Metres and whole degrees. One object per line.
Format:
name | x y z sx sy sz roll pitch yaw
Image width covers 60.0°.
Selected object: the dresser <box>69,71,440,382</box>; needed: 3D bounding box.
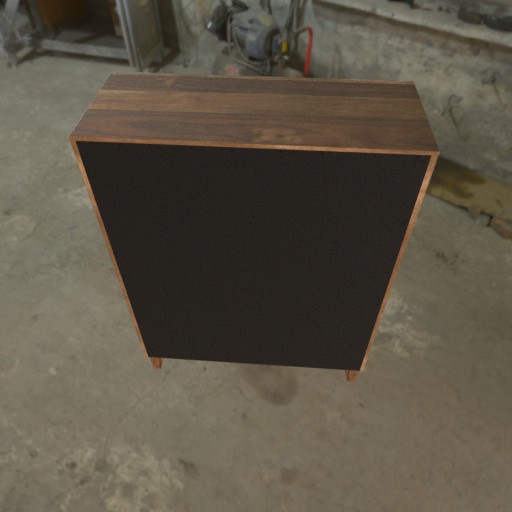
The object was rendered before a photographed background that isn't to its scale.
dresser | 0.000 0.000 1.918 1.062 1.393 0.442 3 47 3
